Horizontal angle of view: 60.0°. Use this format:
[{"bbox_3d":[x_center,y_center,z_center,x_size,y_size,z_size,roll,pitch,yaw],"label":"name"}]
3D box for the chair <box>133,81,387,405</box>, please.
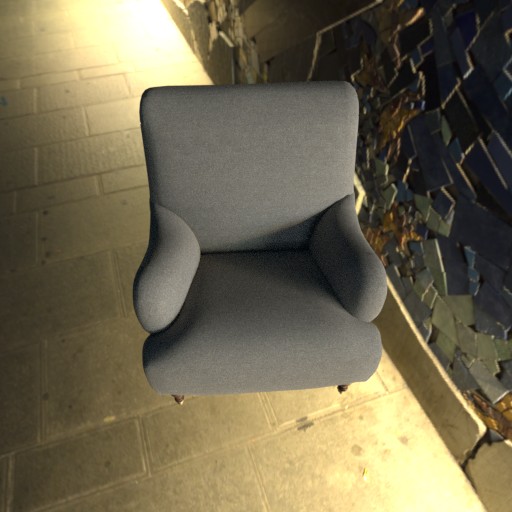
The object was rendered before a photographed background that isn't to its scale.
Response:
[{"bbox_3d":[0.000,0.000,1.570,0.766,0.942,0.843,-3,46,-3],"label":"chair"}]
